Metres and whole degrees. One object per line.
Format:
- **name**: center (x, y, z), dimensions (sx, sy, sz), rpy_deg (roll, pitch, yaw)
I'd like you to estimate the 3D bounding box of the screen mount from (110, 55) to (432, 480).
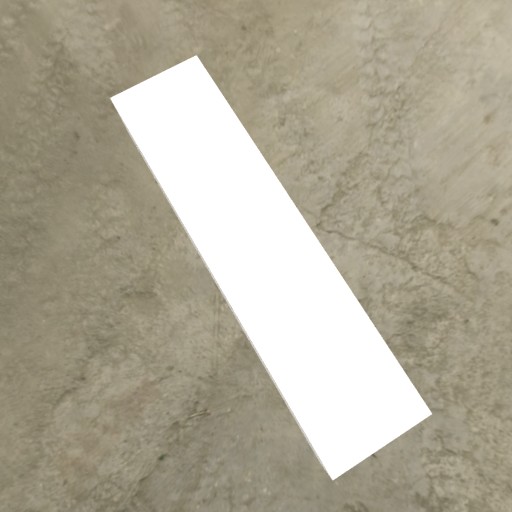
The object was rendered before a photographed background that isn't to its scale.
- **screen mount**: center (0.000, 0.000, 1.850), dimensions (0.399, 0.432, 1.644), rpy_deg (-30, 77, -8)
